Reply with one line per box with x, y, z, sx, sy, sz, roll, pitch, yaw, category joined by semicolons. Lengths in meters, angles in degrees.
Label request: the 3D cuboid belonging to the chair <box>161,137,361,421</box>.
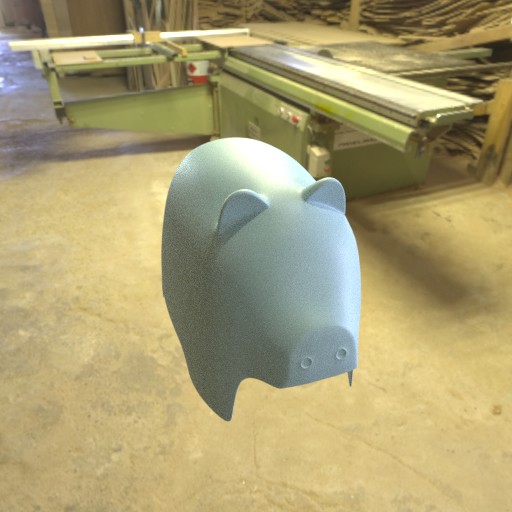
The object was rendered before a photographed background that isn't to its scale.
0.000;0.000;0.886;0.364;0.423;0.619;-10;34;-16;chair
